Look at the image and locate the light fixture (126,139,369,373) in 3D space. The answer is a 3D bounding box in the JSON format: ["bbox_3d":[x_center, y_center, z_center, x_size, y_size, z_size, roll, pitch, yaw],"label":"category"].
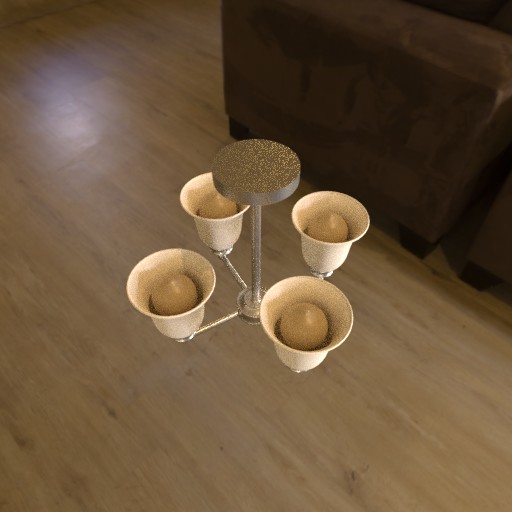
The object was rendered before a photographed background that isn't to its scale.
[{"bbox_3d":[0.000,0.000,0.736,0.427,0.370,0.427,-22,52,-19],"label":"light fixture"}]
